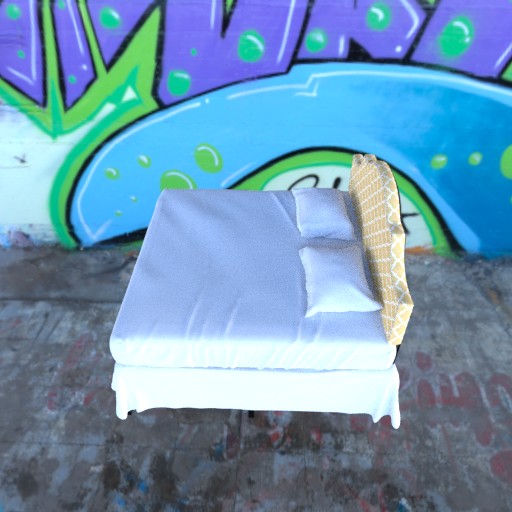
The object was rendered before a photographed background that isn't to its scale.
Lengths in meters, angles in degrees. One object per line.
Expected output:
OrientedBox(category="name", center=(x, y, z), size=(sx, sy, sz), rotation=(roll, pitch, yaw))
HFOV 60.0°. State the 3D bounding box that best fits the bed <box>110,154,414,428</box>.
OrientedBox(category="bed", center=(0.000, 0.000, 3.711), size=(2.222, 1.601, 2.314), rotation=(1, 40, 1))
